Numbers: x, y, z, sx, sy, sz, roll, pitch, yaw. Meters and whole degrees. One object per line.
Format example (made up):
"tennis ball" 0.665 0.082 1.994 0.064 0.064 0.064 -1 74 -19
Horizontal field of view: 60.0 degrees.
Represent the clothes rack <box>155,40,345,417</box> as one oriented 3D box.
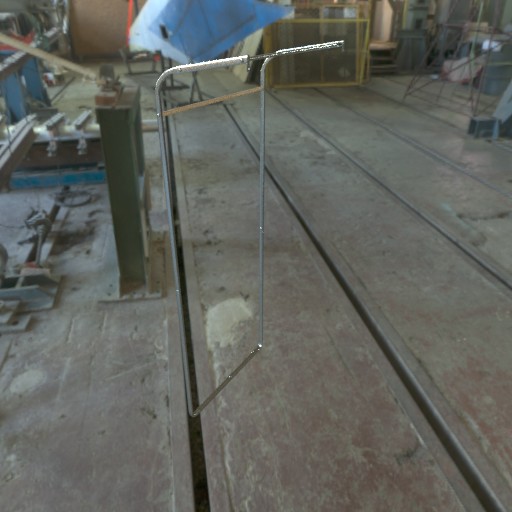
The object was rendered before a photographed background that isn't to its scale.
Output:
"clothes rack" 0.000 0.000 1.817 0.349 1.574 0.609 18 35 29
